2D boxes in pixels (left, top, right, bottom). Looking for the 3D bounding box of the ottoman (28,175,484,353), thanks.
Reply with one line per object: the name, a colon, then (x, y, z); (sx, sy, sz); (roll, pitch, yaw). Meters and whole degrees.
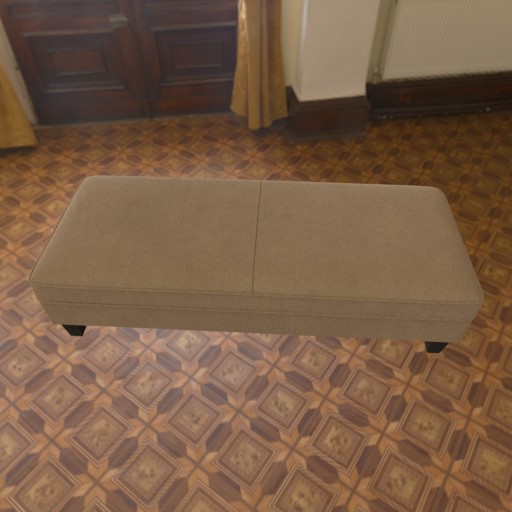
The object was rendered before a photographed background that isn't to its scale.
ottoman: (0.000, 0.000, 1.996); (1.726, 0.460, 0.735); (2, 46, 2)
